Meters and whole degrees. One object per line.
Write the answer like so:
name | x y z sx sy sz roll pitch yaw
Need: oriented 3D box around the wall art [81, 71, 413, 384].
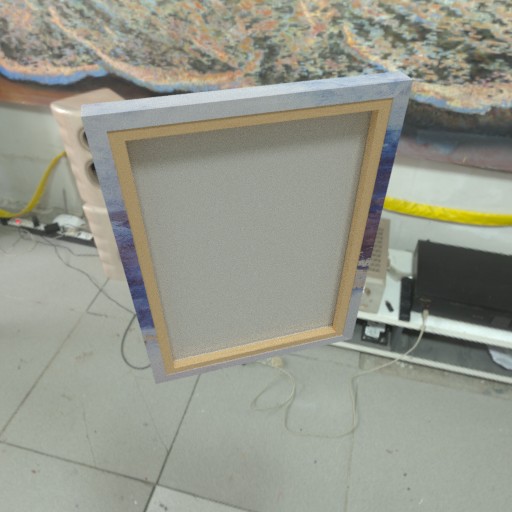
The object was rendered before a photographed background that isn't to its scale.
wall art | 0.000 0.000 0.773 0.437 0.581 0.036 -10 43 -11
